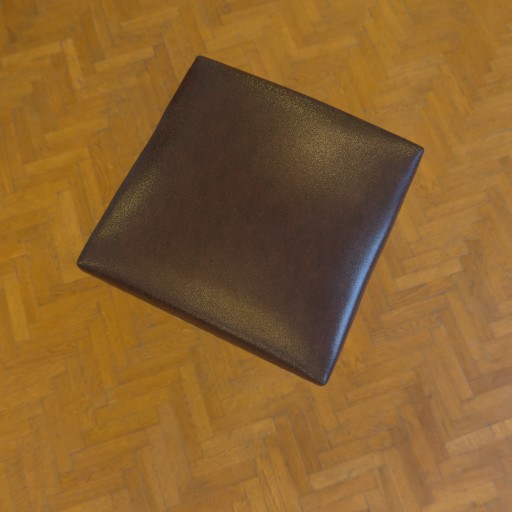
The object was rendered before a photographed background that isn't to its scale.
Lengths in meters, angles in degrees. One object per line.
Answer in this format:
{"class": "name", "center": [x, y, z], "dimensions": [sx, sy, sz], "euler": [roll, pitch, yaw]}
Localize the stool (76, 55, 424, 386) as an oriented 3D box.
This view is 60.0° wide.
{"class": "stool", "center": [0.000, 0.000, 0.924], "dimensions": [0.383, 0.702, 0.382], "euler": [25, 77, 6]}
